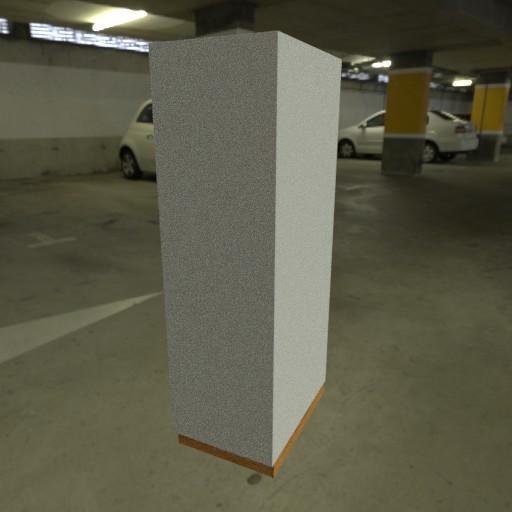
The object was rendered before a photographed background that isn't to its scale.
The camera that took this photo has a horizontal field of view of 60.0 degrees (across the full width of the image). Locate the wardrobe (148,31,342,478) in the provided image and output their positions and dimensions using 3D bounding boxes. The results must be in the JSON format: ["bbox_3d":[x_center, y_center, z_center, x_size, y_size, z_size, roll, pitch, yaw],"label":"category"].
[{"bbox_3d":[0.000,0.000,2.420,0.600,2.040,0.860,8,18,25],"label":"wardrobe"}]
